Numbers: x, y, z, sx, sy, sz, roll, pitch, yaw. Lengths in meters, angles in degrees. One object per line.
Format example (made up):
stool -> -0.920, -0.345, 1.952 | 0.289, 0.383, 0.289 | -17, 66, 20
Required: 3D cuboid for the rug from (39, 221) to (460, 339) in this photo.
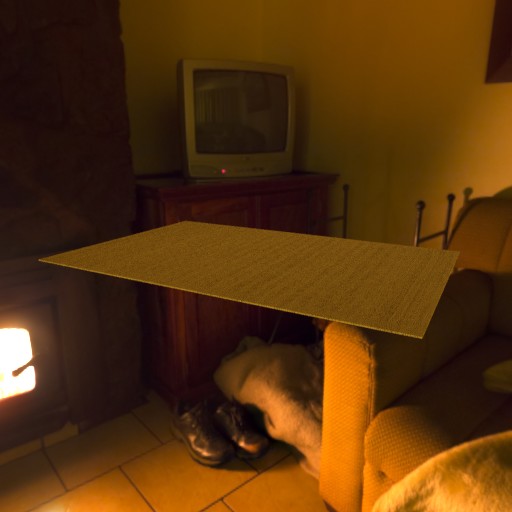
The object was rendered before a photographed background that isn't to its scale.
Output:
rug -> 0.000, 0.000, 2.198 | 1.752, 0.006, 1.142 | 8, 17, 28
